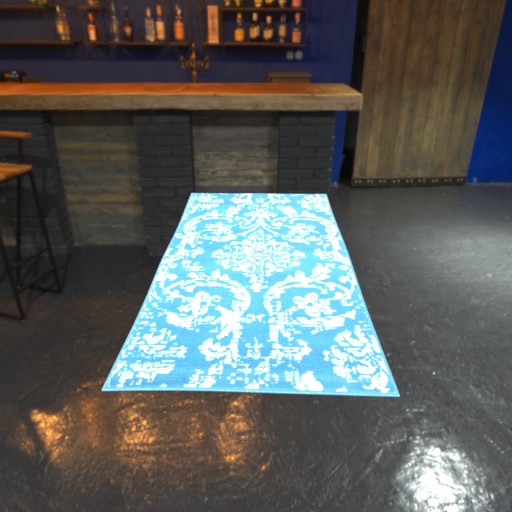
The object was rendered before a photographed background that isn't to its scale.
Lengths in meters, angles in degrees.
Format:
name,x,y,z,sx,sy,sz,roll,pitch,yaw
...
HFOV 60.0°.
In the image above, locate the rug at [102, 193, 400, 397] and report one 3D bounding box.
name,x,y,z,sx,sy,sz,roll,pitch,yaw
rug,0.000,0.000,1.435,0.604,0.007,1.219,1,27,1
